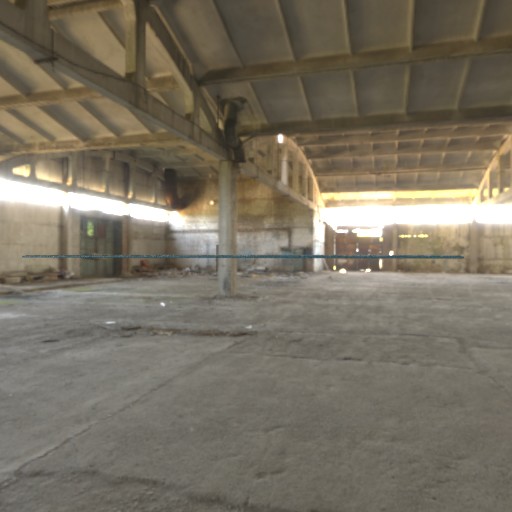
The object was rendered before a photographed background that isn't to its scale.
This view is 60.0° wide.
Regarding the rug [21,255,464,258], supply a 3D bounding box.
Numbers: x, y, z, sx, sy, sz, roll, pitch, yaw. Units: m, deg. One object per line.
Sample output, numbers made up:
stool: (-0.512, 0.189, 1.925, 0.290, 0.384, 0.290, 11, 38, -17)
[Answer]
rug: (0.000, 0.000, 2.842, 2.205, 0.012, 1.554, 0, 0, 16)
